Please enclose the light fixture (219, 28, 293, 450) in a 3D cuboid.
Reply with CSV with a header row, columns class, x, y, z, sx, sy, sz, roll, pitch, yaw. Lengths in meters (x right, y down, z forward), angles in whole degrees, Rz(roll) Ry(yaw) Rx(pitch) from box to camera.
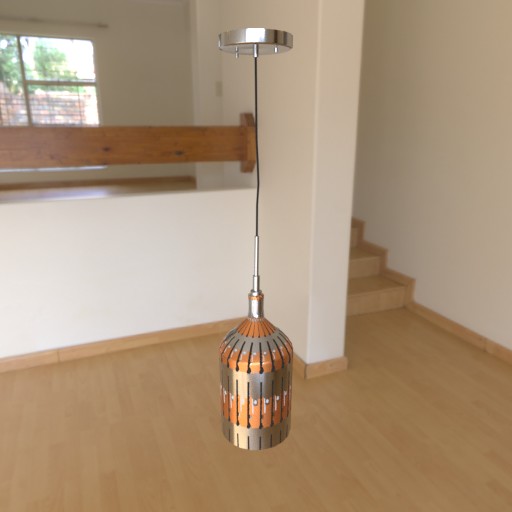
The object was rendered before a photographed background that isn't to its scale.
class,x,y,z,sx,sy,sz,roll,pitch,yaw
light fixture,0.000,0.000,1.701,0.303,1.535,0.303,0,16,0
